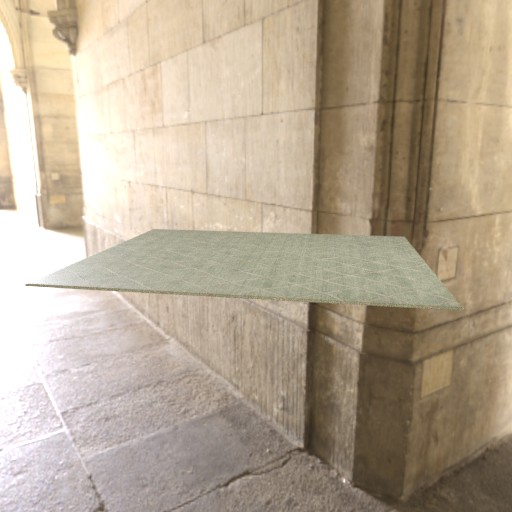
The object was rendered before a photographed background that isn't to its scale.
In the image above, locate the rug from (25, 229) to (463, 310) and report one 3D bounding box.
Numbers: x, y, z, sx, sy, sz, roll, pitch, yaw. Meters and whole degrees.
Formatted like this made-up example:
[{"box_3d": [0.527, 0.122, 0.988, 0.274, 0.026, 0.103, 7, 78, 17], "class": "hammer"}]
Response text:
[{"box_3d": [0.000, 0.000, 4.170, 3.039, 0.019, 2.420, 2, 13, 10], "class": "rug"}]
